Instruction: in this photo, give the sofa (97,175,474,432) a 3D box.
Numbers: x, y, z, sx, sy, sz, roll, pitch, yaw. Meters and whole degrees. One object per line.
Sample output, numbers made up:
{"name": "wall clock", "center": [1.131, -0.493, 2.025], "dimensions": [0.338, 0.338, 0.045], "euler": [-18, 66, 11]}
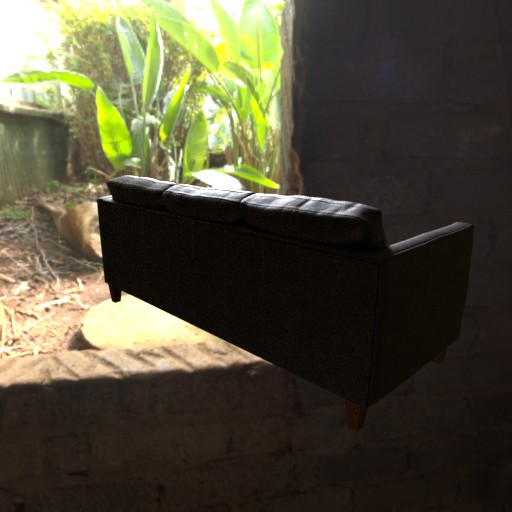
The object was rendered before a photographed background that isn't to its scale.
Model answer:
{"name": "sofa", "center": [0.000, 0.000, 2.982], "dimensions": [1.045, 1.006, 2.464], "euler": [-15, 21, -43]}
